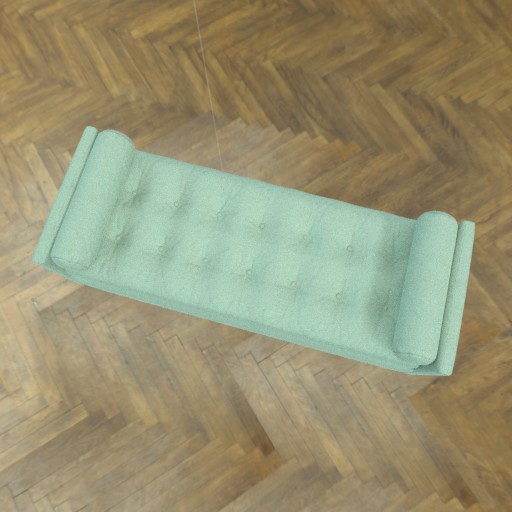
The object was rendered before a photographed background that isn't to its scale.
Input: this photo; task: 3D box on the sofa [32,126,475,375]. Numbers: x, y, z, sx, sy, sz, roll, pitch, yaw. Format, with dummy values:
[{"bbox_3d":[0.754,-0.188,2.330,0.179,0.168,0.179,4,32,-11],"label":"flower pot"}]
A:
[{"bbox_3d":[0.000,0.000,2.476,2.102,0.705,0.796,15,76,4],"label":"sofa"}]
